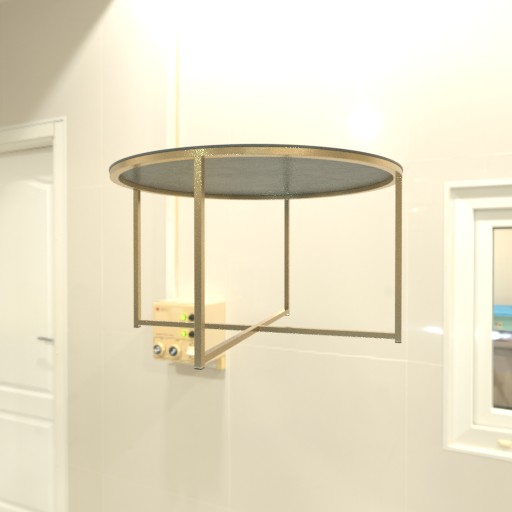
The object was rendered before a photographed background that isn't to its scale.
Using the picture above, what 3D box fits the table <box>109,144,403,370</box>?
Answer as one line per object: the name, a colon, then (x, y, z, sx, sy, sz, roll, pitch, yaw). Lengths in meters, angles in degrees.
table: (0.000, 0.000, 1.272, 0.800, 0.450, 0.800, 0, 1, 0)
